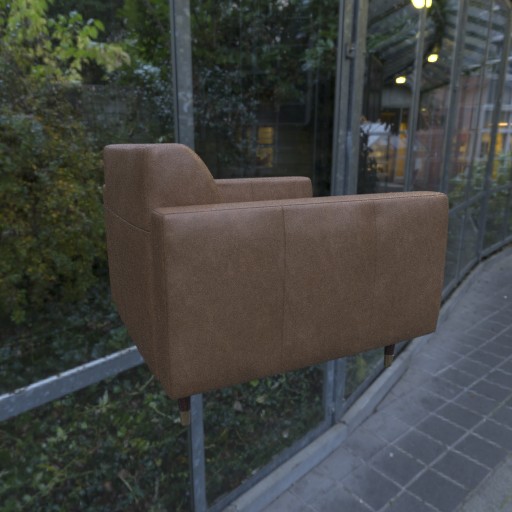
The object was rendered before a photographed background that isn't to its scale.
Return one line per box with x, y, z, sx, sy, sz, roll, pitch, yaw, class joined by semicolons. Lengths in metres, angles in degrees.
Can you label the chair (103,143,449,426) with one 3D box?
0.000;0.000;1.670;0.998;0.819;0.953;-7;16;-26;chair
